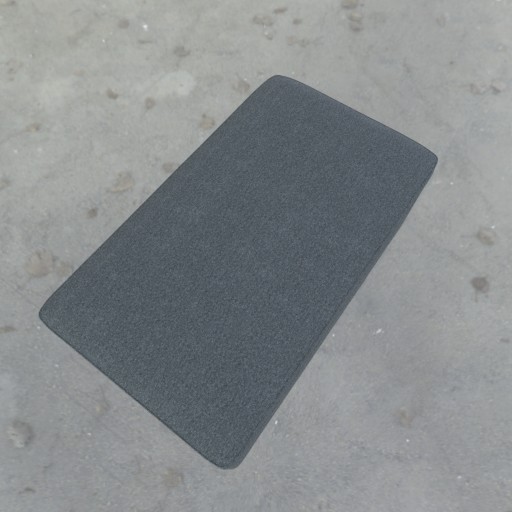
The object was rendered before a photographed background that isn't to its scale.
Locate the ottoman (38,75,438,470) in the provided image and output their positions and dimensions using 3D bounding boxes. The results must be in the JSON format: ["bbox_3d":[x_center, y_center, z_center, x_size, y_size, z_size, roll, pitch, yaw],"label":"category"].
[{"bbox_3d":[0.000,0.000,1.511,0.681,0.494,1.173,33,68,15],"label":"ottoman"}]
